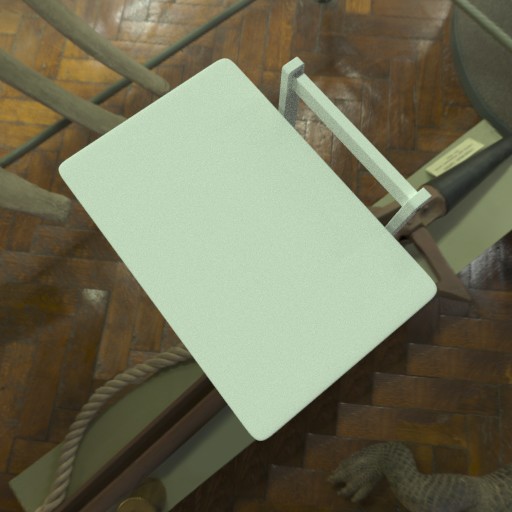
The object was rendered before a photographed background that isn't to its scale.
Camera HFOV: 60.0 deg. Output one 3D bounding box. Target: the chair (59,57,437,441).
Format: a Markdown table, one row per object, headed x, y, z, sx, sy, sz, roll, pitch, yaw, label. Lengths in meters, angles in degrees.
| x | y | z | sx | sy | sz | roll | pitch | yaw | label |
| --- | --- | --- | --- | --- | --- | --- | --- | --- | --- |
| 0.000 | 0.000 | 1.040 | 0.461 | 0.673 | 0.599 | -37 | 78 | -10 | chair |
